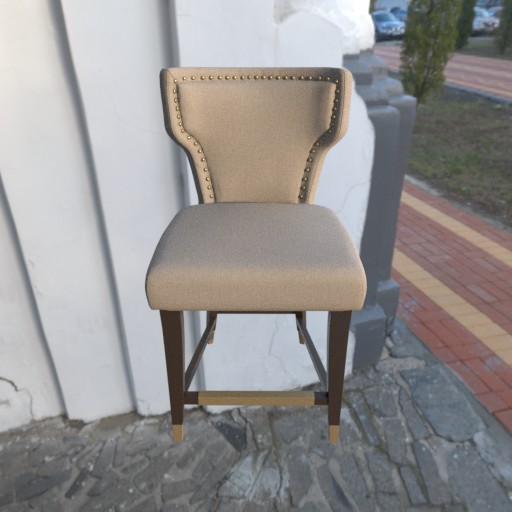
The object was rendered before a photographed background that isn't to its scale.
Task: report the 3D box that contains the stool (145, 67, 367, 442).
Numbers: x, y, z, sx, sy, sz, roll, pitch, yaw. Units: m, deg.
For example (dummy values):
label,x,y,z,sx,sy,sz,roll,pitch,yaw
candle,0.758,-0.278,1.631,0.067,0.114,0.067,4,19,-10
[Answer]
label,x,y,z,sx,sy,sz,roll,pitch,yaw
stool,0.000,0.000,1.292,0.527,0.982,0.563,0,29,0
